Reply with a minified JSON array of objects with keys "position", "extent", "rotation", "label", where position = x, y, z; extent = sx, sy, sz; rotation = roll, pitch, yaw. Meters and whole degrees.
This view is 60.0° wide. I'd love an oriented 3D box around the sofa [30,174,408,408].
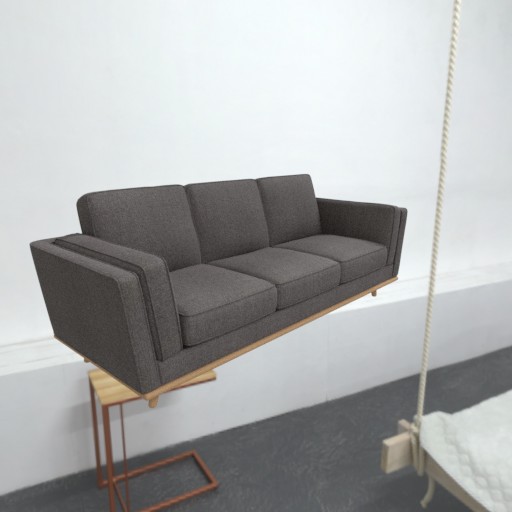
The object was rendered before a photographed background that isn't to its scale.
[{"position":[0.000,0.000,2.753],"extent":[0.903,0.899,2.362],"rotation":[13,20,41],"label":"sofa"}]
